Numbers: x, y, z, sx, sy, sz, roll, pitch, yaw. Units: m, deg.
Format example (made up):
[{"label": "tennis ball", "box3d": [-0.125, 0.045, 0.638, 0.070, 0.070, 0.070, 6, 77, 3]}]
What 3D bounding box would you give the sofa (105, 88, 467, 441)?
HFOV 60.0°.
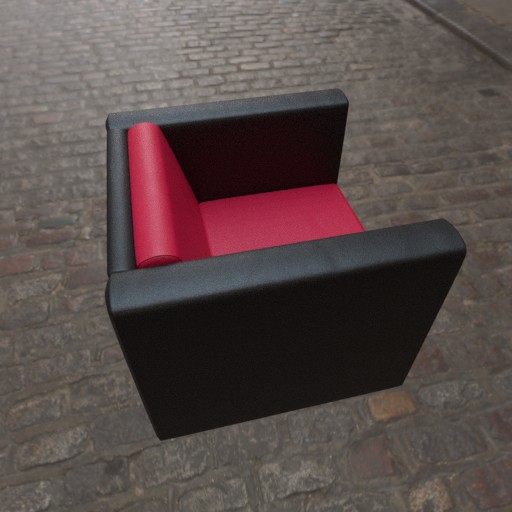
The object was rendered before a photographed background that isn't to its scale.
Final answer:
[{"label": "sofa", "box3d": [0.000, 0.000, 1.452, 0.809, 0.724, 0.839, -10, 46, -9]}]
